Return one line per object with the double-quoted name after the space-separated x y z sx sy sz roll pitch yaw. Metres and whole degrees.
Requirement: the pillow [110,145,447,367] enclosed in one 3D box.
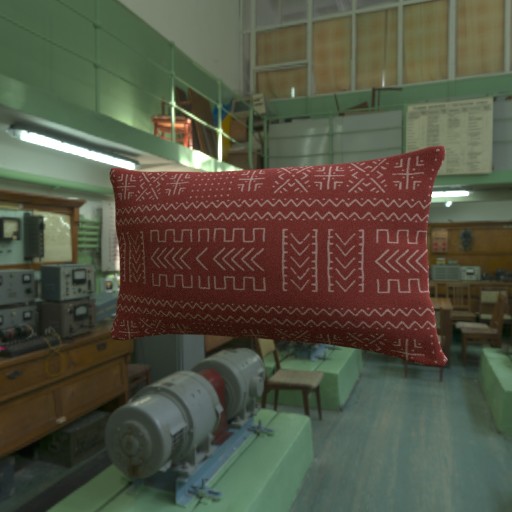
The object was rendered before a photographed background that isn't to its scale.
0.000 0.000 0.799 0.640 0.352 0.130 1 2 19 "pillow"
